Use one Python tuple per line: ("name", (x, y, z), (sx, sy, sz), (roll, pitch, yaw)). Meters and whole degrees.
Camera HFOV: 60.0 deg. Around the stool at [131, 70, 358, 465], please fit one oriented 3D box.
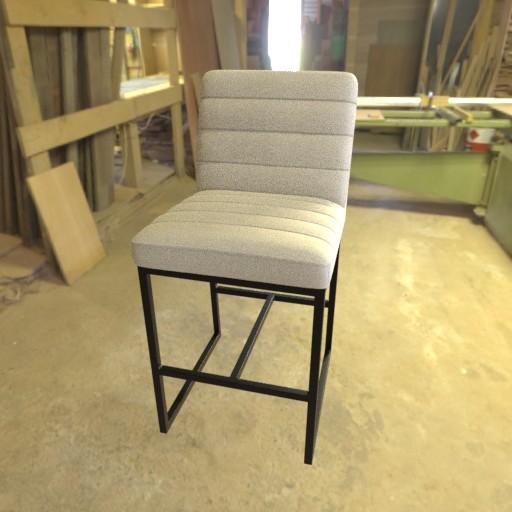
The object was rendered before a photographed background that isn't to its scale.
("stool", (0.000, 0.000, 1.242), (0.460, 0.940, 0.560), (6, 26, 13))
